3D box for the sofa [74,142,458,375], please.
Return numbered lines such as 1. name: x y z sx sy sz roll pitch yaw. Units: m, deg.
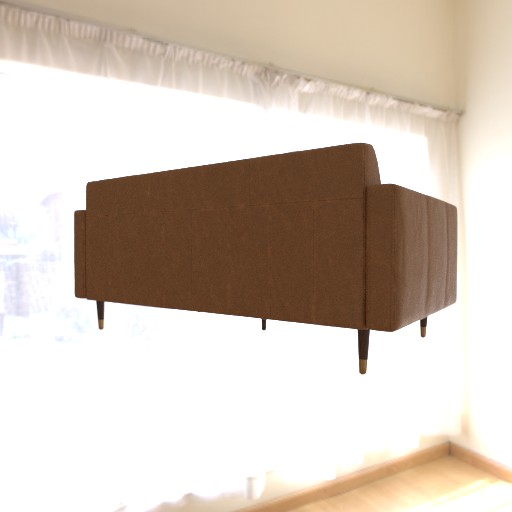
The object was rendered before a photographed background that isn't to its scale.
1. sofa: 0.000 0.000 2.358 1.847 0.821 0.993 1 1 35
